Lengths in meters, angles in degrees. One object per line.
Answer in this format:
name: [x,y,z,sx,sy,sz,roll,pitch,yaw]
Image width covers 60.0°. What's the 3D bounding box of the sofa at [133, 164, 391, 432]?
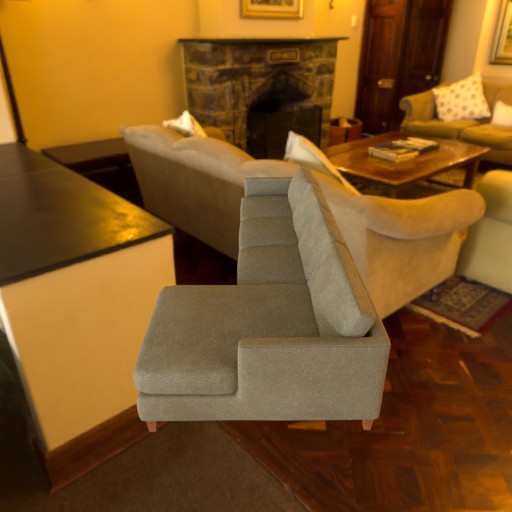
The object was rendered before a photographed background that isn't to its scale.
sofa: [0.000,0.000,4.258,1.604,0.950,3.471,0,27,-1]
